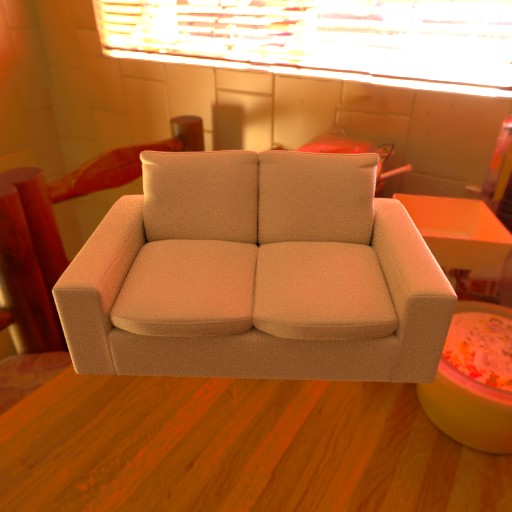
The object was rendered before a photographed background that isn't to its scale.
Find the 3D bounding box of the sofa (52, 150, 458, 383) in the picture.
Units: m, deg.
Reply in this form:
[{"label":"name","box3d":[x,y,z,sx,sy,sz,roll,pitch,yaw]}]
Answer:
[{"label":"sofa","box3d":[0.000,0.000,2.355,1.754,0.875,1.091,1,31,2]}]
